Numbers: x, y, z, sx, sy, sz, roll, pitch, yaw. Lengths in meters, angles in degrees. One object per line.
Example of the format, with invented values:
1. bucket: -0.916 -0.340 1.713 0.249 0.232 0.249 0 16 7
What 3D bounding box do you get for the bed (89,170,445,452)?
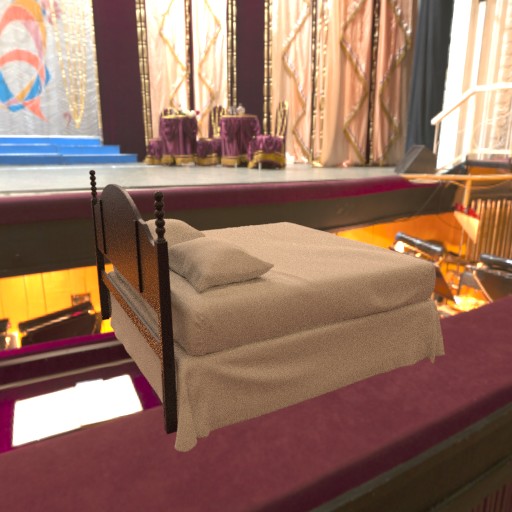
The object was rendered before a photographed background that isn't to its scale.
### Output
1. bed: 0.000 0.000 3.636 2.219 1.355 2.322 -8 17 -28
